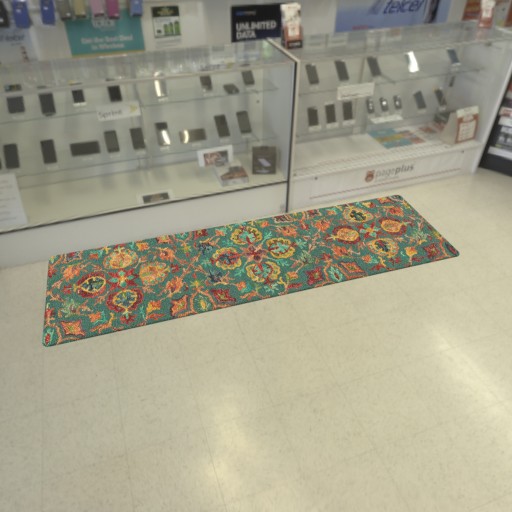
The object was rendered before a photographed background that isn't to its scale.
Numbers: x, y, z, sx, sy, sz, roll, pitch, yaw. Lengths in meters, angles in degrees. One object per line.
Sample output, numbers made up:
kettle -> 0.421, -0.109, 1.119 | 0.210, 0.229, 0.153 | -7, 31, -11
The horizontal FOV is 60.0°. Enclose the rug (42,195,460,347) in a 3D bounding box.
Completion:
rug -> 0.000, 0.000, 2.563 | 2.286, 0.013, 0.686 | -11, 41, -13
